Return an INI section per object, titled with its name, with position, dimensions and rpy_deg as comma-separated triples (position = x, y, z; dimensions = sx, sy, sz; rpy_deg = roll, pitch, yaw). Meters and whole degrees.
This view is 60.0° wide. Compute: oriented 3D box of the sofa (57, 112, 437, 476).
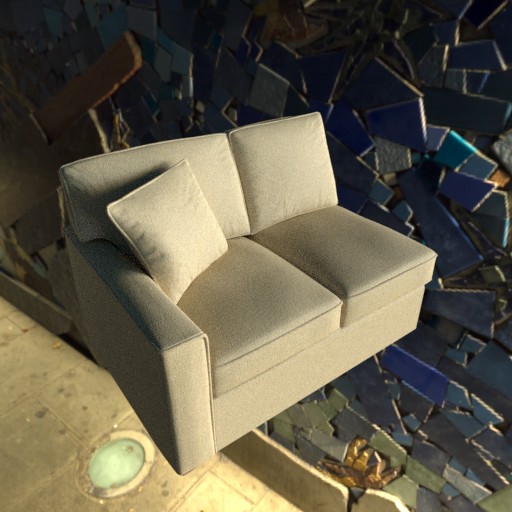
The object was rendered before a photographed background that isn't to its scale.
[sofa]
position = 0.000, 0.000, 1.993
dimensions = 1.388, 0.989, 0.991
rpy_deg = -21, 36, -31
